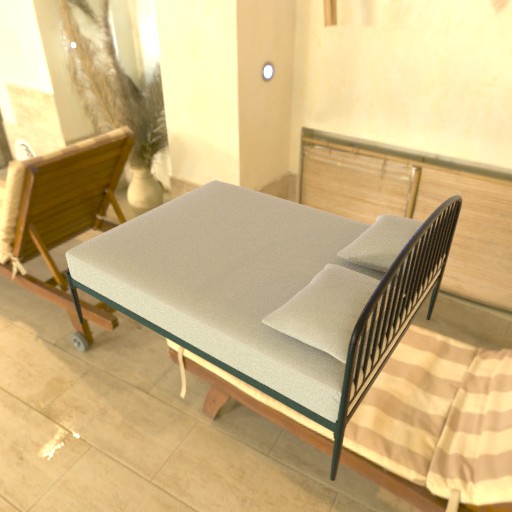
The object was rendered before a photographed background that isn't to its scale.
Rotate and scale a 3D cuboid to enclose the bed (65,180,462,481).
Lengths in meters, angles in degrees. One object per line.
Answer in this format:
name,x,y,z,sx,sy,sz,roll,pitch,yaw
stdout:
bed,0.000,0.000,3.067,2.159,1.166,1.618,21,38,30
